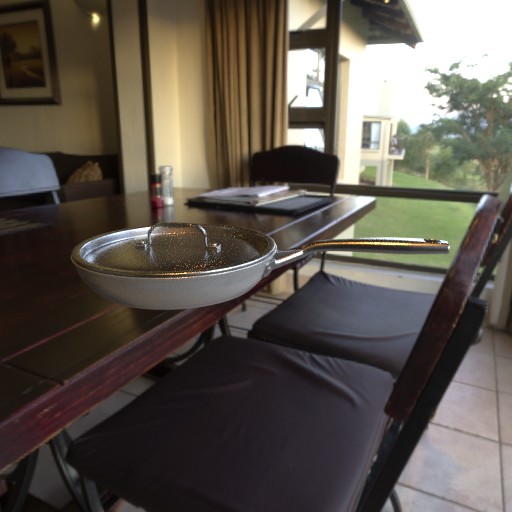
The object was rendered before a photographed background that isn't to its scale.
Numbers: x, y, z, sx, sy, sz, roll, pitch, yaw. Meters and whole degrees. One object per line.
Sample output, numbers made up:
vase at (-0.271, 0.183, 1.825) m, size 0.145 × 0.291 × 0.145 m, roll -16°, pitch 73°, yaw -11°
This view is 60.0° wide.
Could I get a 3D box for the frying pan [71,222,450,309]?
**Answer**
frying pan at (0.000, 0.000, 0.598) m, size 0.490 × 0.086 × 0.272 m, roll 2°, pitch 16°, yaw 7°
